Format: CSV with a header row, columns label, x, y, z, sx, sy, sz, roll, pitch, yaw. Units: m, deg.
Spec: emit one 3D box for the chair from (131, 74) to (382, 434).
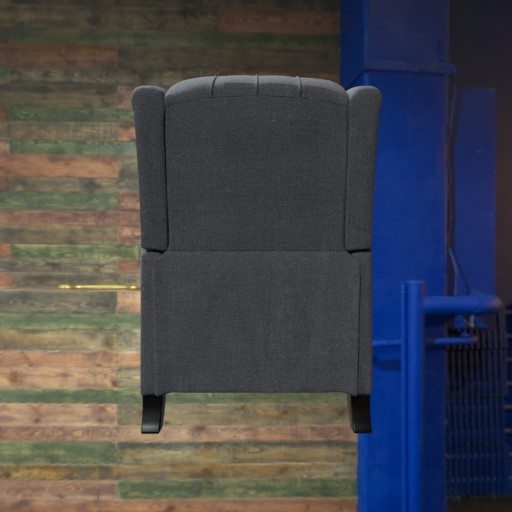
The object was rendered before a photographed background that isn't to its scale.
label,x,y,z,sx,sy,sz,roll,pitch,yaw
chair,0.000,0.000,1.615,0.742,1.035,0.898,0,0,0
